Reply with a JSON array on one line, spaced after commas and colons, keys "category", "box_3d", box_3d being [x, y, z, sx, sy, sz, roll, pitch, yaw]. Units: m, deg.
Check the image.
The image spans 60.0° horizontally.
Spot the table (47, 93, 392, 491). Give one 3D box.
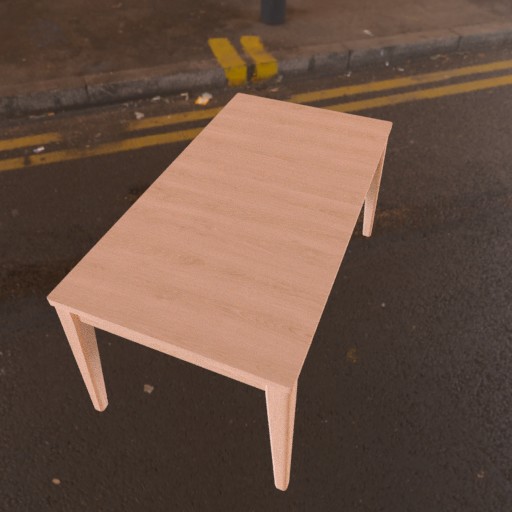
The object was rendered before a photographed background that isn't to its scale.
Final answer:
[{"category": "table", "box_3d": [0.000, 0.000, 2.085, 0.900, 0.760, 1.600, 16, 48, 15]}]
